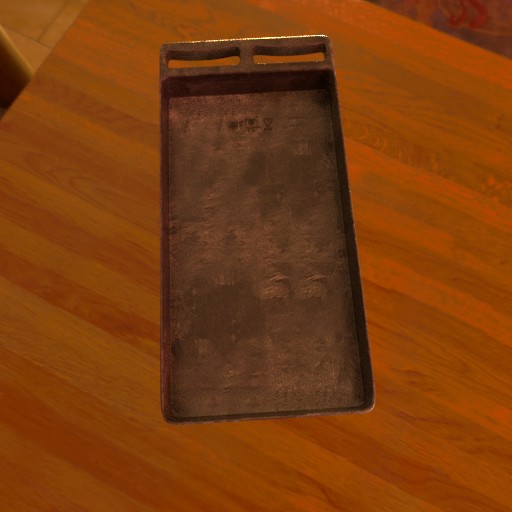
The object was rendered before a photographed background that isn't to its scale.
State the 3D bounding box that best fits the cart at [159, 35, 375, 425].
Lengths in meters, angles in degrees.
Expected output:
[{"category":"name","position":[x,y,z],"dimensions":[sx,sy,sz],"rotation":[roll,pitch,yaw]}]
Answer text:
[{"category":"cart","position":[0.000,0.000,1.359],"dimensions":[0.420,0.824,0.877],"rotation":[-3,75,-1]}]
